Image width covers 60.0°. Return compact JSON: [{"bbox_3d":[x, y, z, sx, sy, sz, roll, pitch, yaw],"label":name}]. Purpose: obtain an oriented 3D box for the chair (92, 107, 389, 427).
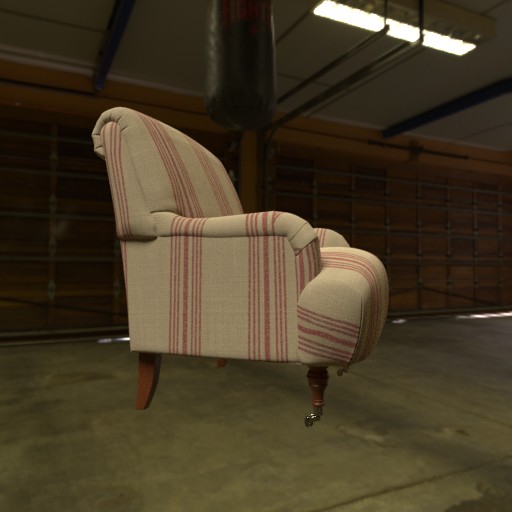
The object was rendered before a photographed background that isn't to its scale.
[{"bbox_3d":[0.000,0.000,1.864,1.058,1.123,0.933,-1,-2,19],"label":"chair"}]
